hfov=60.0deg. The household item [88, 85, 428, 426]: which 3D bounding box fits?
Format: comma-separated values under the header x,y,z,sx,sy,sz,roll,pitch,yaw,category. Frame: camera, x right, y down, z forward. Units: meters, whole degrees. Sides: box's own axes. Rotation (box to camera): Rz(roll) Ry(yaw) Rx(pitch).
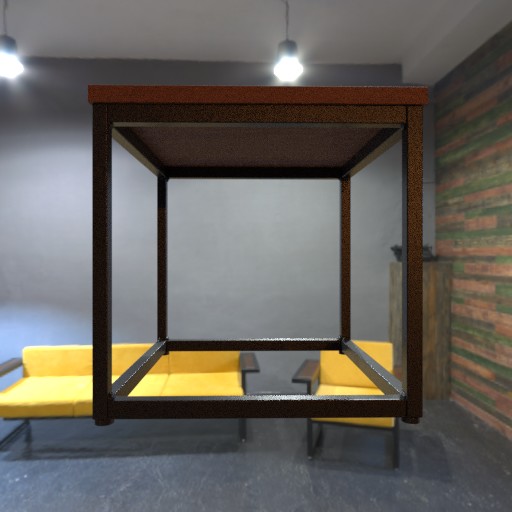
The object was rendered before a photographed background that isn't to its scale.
x,y,z,sx,sy,sz,roll,pitch,yaw,category
0.000,0.000,0.721,0.400,0.400,0.400,0,0,-1,household item
